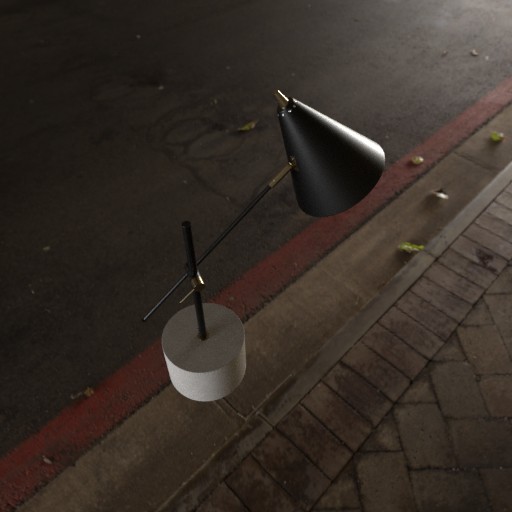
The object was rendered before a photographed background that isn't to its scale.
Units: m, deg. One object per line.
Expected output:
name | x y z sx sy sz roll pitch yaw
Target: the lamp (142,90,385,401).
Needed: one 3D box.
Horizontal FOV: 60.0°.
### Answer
lamp | 0.000 0.000 0.735 0.403 0.518 0.214 -10 47 -9
